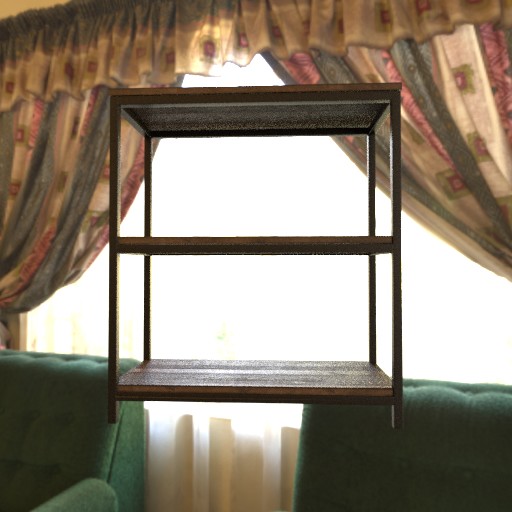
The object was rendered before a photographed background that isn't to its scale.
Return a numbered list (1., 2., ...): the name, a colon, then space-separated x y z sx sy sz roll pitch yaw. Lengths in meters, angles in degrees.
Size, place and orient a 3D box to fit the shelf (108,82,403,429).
1. shelf: 0.000 0.000 1.406 0.822 0.947 0.352 0 -1 3
